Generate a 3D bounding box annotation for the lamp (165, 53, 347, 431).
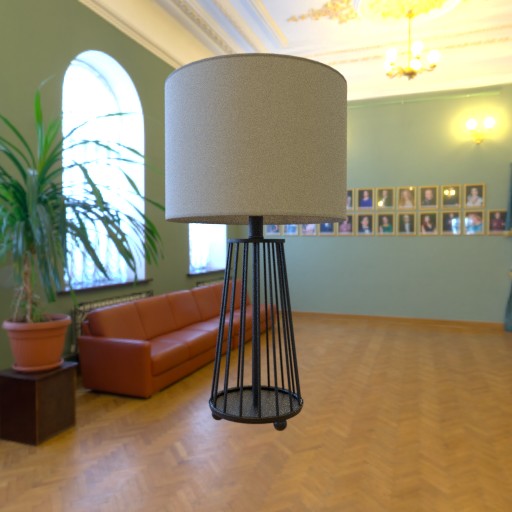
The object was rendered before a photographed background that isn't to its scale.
[{"bbox_3d":[0.000,0.000,0.805,0.322,0.593,0.322,1,2,19],"label":"lamp"}]
